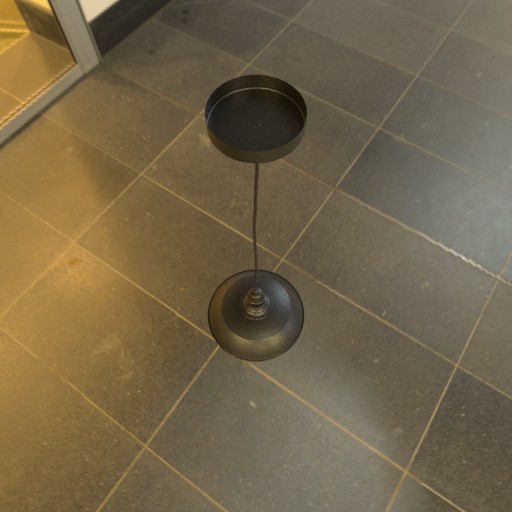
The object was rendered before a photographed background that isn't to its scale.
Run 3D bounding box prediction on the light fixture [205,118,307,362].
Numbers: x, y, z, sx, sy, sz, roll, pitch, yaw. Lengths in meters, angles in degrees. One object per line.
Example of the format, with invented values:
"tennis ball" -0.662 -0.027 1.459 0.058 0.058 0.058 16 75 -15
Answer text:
"light fixture" 0.000 0.000 1.121 0.331 0.993 0.331 13 64 7
